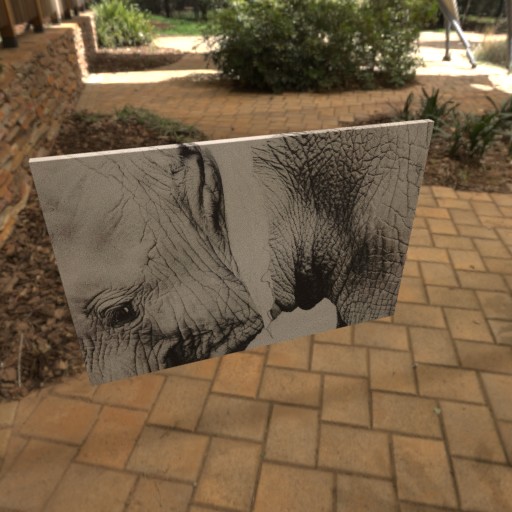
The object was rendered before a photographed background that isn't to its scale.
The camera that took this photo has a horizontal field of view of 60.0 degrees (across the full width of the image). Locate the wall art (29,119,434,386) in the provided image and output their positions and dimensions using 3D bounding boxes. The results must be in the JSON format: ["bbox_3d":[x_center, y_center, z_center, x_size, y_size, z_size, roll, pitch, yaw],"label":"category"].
[{"bbox_3d":[0.000,0.000,1.128,0.914,0.607,0.023,-10,33,-16],"label":"wall art"}]
